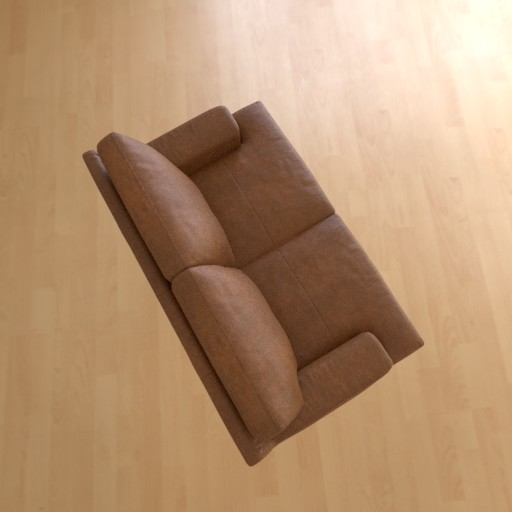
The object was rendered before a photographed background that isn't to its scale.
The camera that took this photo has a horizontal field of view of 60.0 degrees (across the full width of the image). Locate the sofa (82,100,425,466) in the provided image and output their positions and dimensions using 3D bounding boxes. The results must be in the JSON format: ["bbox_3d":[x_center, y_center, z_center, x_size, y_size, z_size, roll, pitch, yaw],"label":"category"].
[{"bbox_3d":[0.000,0.000,2.530,1.144,0.966,1.880,-30,77,-8],"label":"sofa"}]
